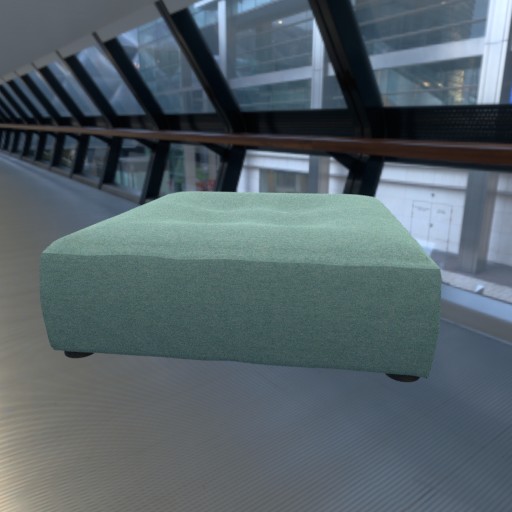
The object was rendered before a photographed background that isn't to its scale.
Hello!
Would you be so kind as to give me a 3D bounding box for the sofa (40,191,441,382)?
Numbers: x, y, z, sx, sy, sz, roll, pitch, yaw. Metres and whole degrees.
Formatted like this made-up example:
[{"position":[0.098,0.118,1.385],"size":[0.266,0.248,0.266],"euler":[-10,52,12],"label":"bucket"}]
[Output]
[{"position":[0.000,0.000,1.459],"size":[0.930,0.330,0.930],"euler":[2,16,8],"label":"sofa"}]
